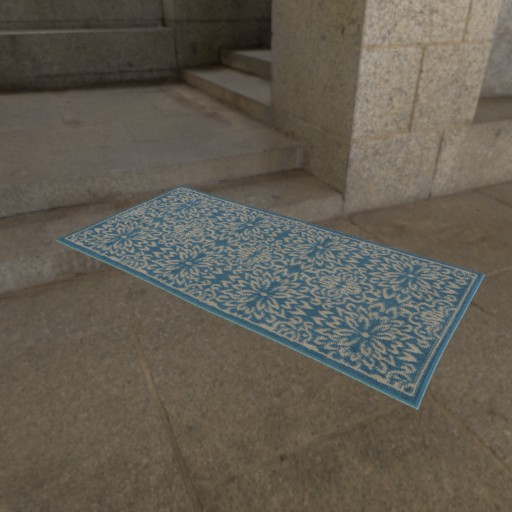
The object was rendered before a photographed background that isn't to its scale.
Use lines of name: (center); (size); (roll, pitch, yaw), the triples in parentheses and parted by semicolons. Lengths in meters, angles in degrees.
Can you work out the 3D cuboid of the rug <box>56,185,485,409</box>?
rug: (0.000, 0.000, 1.392); (1.219, 0.007, 0.604); (20, 36, 30)
